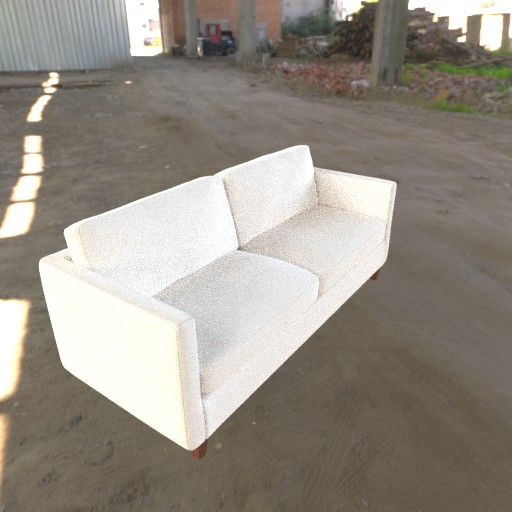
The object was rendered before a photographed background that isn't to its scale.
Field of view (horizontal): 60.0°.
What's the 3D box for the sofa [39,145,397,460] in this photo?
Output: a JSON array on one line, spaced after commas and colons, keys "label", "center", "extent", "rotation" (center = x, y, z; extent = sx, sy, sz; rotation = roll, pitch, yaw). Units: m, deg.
[{"label": "sofa", "center": [0.000, 0.000, 2.623], "extent": [0.924, 0.933, 2.139], "rotation": [18, 31, 32]}]
